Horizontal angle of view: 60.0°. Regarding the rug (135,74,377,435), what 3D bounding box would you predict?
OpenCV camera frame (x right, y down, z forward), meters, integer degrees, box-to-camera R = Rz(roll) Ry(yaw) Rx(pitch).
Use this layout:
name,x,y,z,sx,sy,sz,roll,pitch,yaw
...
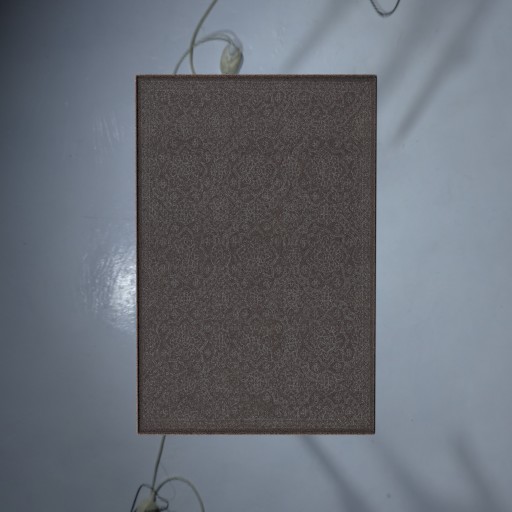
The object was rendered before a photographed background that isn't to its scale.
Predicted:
name,x,y,z,sx,sy,sz,roll,pitch,yaw
rug,0.000,0.000,2.811,1.524,0.011,2.286,0,91,0
